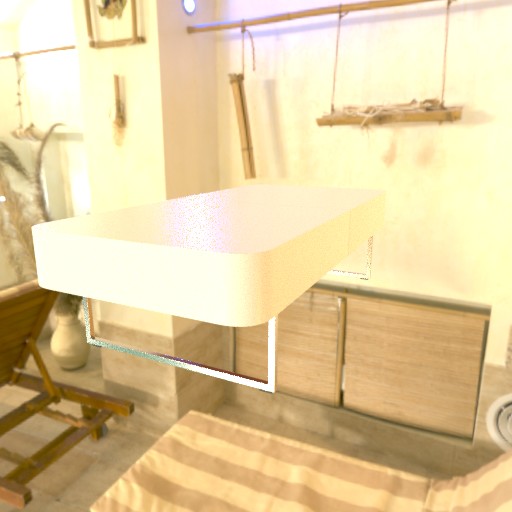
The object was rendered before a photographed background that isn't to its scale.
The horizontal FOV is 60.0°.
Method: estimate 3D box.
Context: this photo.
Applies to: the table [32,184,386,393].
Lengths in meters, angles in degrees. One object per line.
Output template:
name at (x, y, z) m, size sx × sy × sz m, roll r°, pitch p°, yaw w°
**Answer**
table at (0.000, 0.000, 1.432) m, size 0.600 × 0.340 × 1.200 m, roll 7°, pitch 16°, yaw 26°
